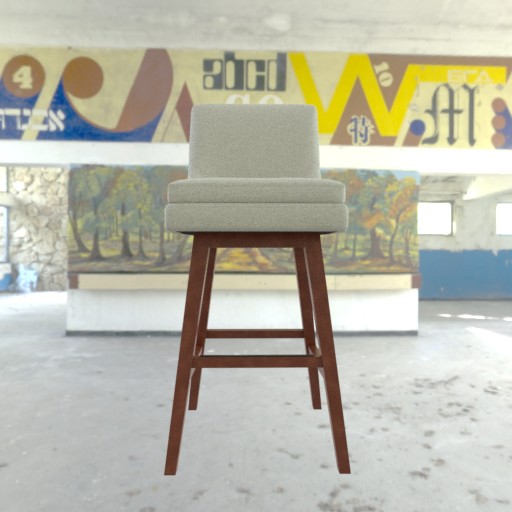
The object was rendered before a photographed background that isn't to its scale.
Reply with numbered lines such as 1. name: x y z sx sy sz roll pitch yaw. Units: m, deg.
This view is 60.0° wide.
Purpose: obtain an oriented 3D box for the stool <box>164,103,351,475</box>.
1. stool: 0.000 0.000 1.363 0.470 1.092 0.559 0 1 -1
